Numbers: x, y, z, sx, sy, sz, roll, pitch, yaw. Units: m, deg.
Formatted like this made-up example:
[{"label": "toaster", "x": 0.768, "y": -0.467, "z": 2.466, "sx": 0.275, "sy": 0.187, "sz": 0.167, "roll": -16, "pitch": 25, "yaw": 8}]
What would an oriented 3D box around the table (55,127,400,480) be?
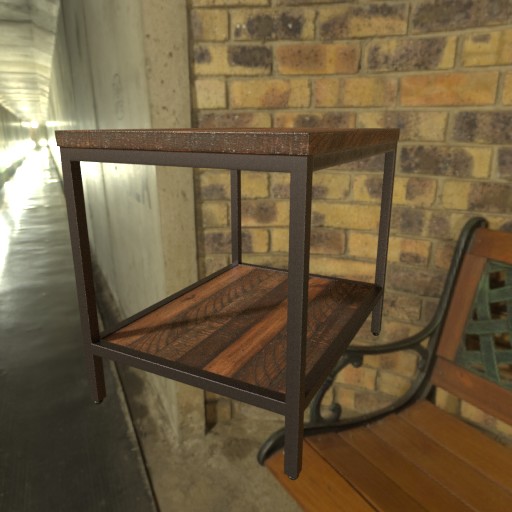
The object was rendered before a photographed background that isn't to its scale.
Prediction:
[{"label": "table", "x": 0.000, "y": 0.000, "z": 1.112, "sx": 0.524, "sy": 0.612, "sz": 0.678, "roll": 9, "pitch": 19, "yaw": 26}]
